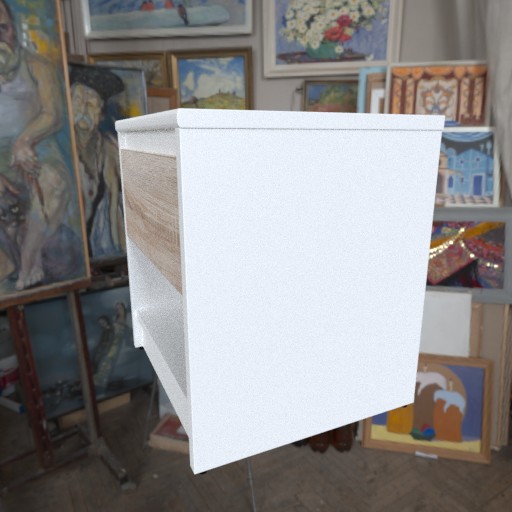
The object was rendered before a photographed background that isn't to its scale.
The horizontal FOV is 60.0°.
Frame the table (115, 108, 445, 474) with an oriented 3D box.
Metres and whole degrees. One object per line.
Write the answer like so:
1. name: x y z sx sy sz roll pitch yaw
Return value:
1. table: 0.000 0.000 0.776 0.380 0.460 0.420 -7 17 -24
